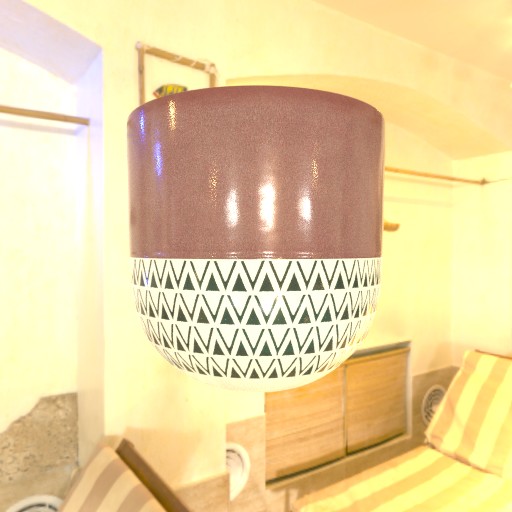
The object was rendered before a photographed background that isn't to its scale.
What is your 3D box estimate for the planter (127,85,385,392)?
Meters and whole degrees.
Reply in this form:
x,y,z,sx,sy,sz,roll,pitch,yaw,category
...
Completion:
x,y,z,sx,sy,sz,roll,pitch,yaw,category
0.000,0.000,0.477,0.266,0.270,0.266,0,1,0,planter
